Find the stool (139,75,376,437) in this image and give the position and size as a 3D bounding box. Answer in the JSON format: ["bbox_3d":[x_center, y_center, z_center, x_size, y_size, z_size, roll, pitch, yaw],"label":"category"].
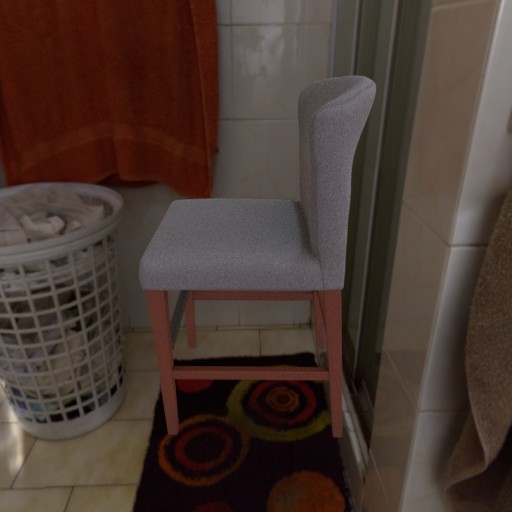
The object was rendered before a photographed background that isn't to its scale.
[{"bbox_3d":[0.000,0.000,1.289,0.568,0.968,0.481,0,26,1],"label":"stool"}]
